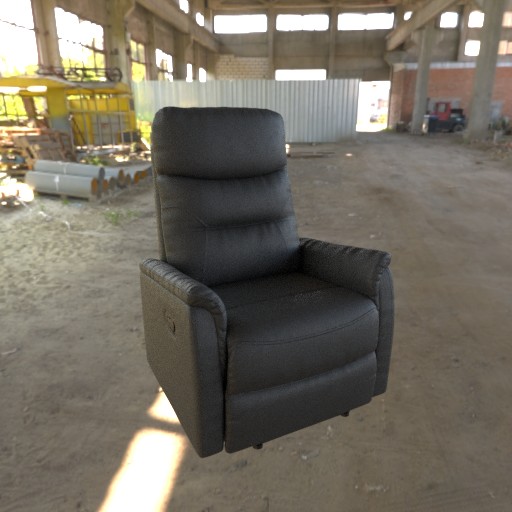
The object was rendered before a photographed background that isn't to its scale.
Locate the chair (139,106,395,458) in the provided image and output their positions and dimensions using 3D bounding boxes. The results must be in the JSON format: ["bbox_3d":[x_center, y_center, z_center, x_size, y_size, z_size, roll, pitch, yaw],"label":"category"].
[{"bbox_3d":[0.000,0.000,1.682,0.775,1.082,0.831,-9,20,-26],"label":"chair"}]
